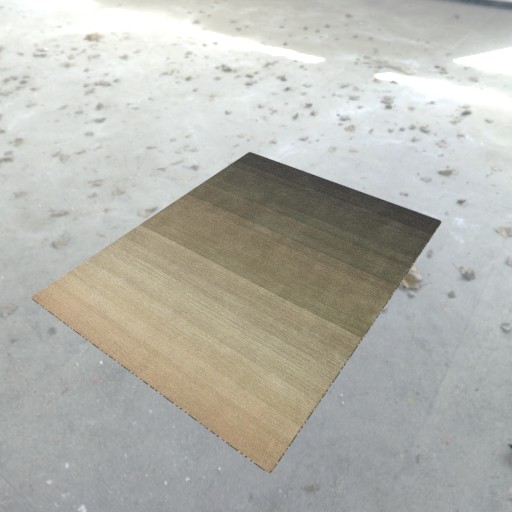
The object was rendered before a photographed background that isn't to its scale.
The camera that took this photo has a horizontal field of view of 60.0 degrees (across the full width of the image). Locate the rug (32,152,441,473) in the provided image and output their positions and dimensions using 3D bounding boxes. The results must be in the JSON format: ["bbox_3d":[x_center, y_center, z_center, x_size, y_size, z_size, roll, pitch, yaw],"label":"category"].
[{"bbox_3d":[0.000,0.000,3.870,2.305,0.017,2.902,26,48,26],"label":"rug"}]
